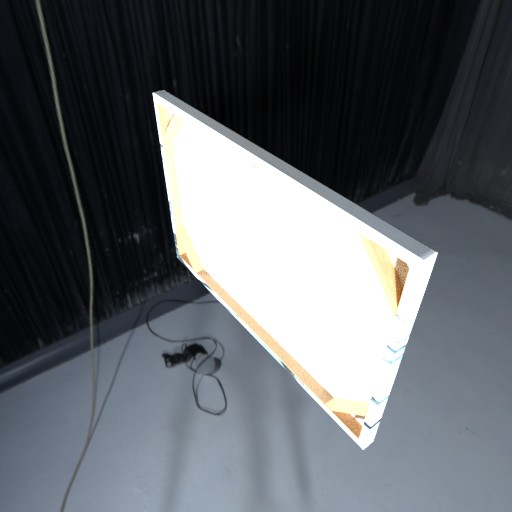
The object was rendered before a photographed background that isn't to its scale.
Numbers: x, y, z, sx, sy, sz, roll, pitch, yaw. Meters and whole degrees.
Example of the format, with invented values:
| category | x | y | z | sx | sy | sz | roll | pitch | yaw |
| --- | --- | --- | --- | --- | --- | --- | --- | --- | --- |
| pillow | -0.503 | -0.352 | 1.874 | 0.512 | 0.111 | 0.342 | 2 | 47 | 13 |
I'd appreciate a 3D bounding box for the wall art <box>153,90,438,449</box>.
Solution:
| category | x | y | z | sx | sy | sz | roll | pitch | yaw |
| --- | --- | --- | --- | --- | --- | --- | --- | --- | --- |
| wall art | 0.000 | 0.000 | 1.173 | 0.039 | 0.609 | 0.914 | -26 | 47 | -28 |
